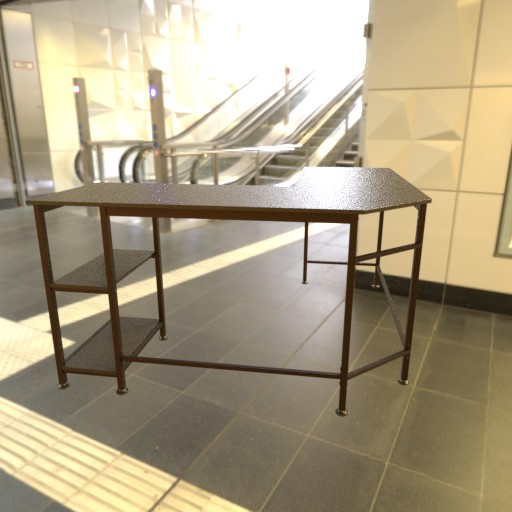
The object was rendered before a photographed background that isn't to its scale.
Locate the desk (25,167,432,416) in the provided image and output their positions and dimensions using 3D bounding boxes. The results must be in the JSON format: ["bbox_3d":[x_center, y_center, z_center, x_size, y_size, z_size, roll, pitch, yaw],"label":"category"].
[{"bbox_3d":[0.000,0.000,2.169,1.379,0.739,1.379,3,17,8],"label":"desk"}]
